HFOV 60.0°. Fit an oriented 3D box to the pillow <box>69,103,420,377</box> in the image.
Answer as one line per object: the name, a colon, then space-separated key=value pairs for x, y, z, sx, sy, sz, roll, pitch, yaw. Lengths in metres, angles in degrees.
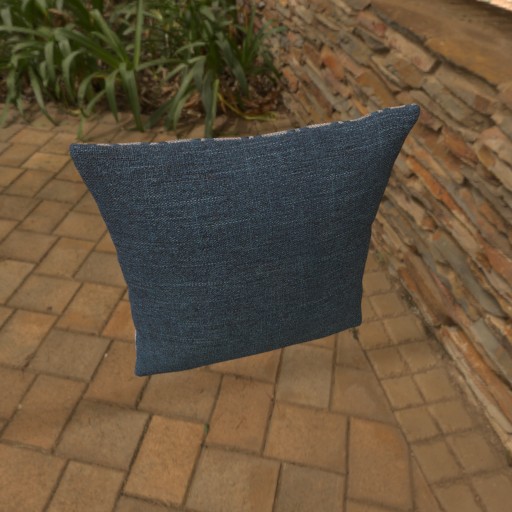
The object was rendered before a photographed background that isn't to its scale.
pillow: x=0.000 y=0.000 z=0.670 sx=0.435 sy=0.435 sz=0.159 roll=-12 pitch=43 yaw=-13
